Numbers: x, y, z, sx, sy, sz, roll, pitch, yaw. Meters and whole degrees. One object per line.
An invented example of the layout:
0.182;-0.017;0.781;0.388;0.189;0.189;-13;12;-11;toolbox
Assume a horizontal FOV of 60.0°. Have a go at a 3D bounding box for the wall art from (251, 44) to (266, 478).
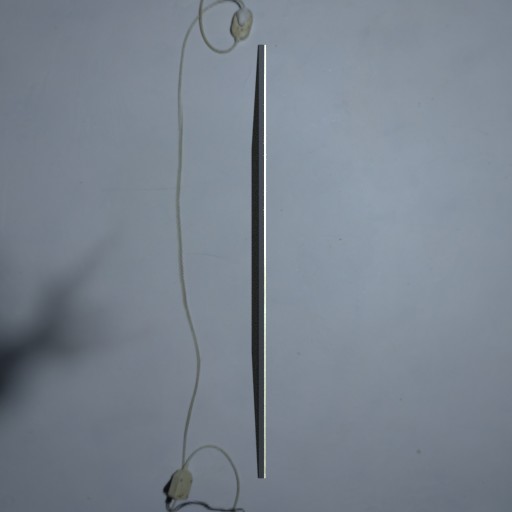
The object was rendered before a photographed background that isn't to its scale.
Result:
0.000;0.000;0.771;0.009;0.559;0.483;0;92;-1;wall art
